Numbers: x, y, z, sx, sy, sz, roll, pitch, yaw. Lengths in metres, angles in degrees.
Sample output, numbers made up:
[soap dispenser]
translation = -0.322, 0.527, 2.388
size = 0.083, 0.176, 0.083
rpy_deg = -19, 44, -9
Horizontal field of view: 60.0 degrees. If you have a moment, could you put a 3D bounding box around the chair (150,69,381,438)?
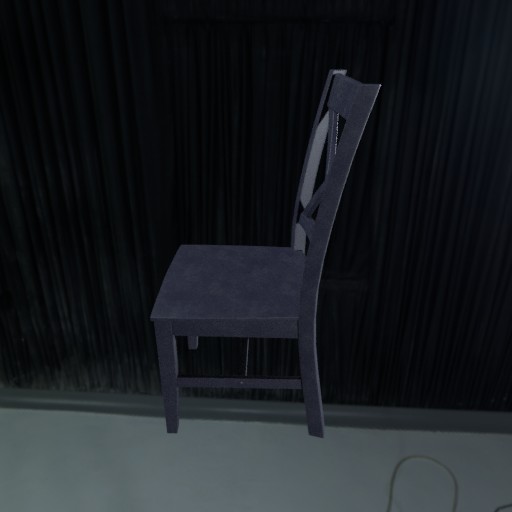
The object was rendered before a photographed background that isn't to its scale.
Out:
[chair]
translation = 0.000, 0.000, 1.300
size = 0.542, 0.983, 0.485
rpy_deg = 1, 26, 1
